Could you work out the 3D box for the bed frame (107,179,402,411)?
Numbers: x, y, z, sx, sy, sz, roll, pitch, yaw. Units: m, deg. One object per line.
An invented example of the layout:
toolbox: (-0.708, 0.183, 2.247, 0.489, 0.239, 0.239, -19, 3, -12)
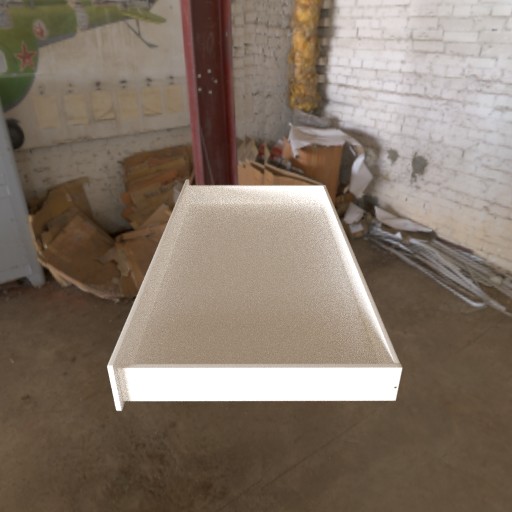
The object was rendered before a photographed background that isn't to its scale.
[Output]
bed frame: (0.000, 0.000, 1.597, 0.670, 0.141, 1.300, 0, 28, 0)
